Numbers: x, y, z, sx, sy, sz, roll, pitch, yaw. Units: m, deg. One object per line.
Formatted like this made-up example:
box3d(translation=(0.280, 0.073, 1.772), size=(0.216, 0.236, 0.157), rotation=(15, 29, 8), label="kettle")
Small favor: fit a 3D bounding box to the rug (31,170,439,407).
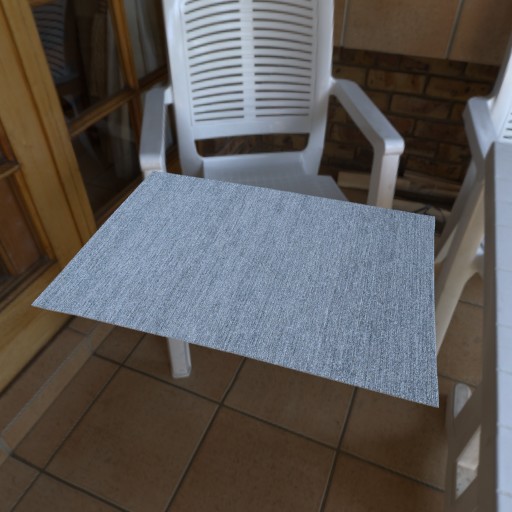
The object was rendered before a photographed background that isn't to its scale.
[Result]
box3d(translation=(0.000, 0.000, 2.983), size=(2.338, 0.030, 1.616), rotation=(11, 43, 12), label="rug")
